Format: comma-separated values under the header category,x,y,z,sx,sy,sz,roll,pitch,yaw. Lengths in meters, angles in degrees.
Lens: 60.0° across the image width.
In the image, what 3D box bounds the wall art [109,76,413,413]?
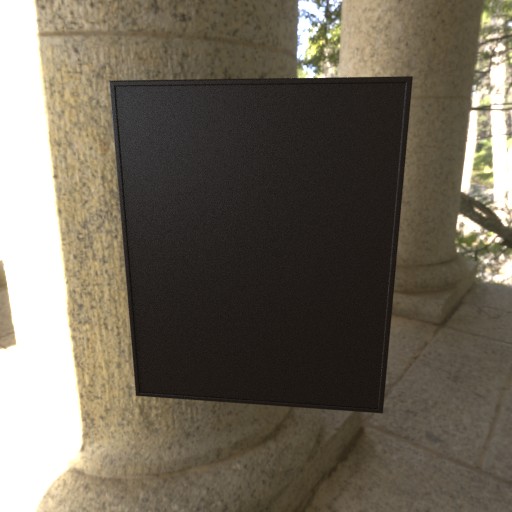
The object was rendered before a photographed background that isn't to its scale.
category,x,y,z,sx,sy,sz,roll,pitch,yaw
wall art,0.000,0.000,0.740,0.451,0.551,0.028,2,16,7
